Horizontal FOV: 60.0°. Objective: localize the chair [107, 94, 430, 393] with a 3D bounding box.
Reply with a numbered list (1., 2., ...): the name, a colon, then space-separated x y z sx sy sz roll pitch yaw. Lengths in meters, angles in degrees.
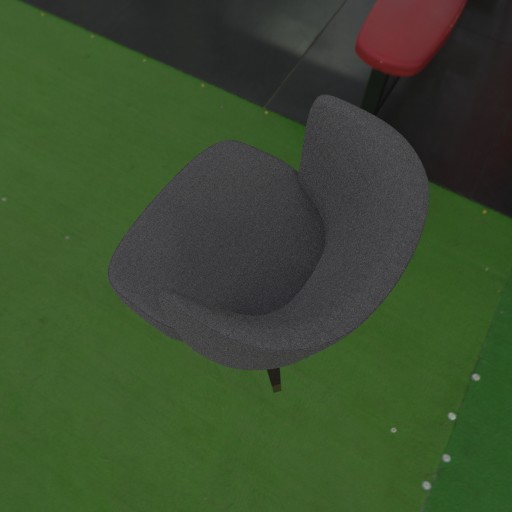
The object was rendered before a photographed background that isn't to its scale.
1. chair: 0.000 0.000 1.246 0.698 0.695 0.639 30 68 14
